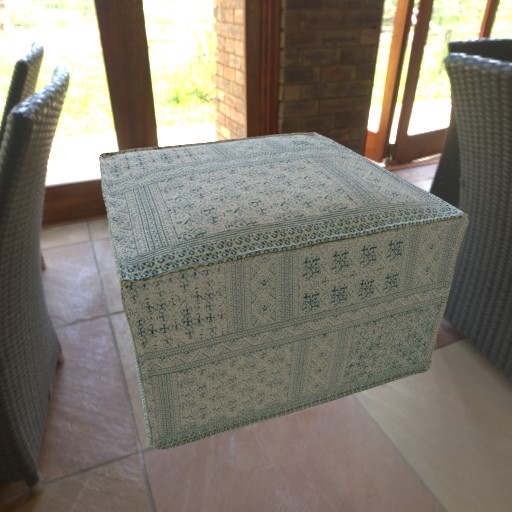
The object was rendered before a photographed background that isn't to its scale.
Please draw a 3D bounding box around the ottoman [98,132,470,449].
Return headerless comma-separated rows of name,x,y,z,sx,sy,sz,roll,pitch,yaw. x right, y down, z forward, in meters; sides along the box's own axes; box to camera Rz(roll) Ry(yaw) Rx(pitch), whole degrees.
ottoman,0.000,0.000,1.038,0.626,0.439,0.617,-10,32,-17
